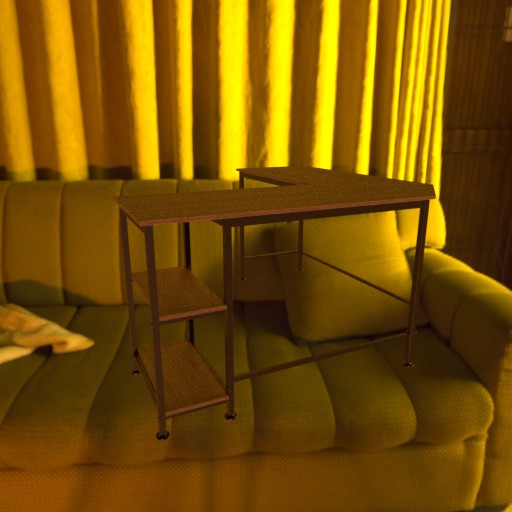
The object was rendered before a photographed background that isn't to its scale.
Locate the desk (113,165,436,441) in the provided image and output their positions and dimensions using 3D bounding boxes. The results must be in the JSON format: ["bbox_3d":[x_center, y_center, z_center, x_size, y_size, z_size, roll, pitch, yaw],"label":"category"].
[{"bbox_3d":[0.000,0.000,2.227,1.379,0.739,1.379,-8,18,-24],"label":"desk"}]
